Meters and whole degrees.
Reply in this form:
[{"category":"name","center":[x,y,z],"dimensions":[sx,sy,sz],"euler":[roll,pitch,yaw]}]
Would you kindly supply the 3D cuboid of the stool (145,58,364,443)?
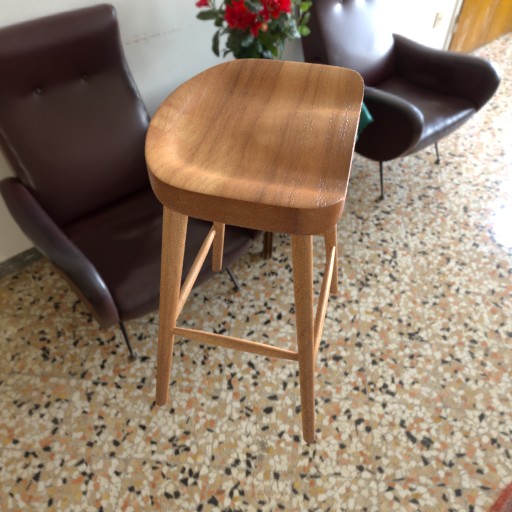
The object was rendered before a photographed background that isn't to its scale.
[{"category":"stool","center":[0.000,0.000,0.886],"dimensions":[0.361,0.615,0.440],"euler":[10,47,10]}]
